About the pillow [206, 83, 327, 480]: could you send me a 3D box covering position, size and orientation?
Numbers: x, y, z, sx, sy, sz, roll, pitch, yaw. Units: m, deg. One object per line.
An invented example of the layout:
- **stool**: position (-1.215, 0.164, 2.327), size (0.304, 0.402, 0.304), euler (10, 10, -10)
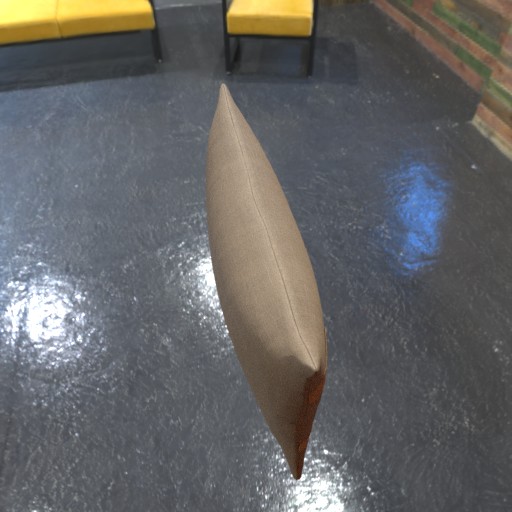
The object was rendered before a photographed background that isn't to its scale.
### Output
- **pillow**: position (0.000, 0.000, 0.732), size (0.148, 0.308, 0.612), euler (-8, 47, -8)
